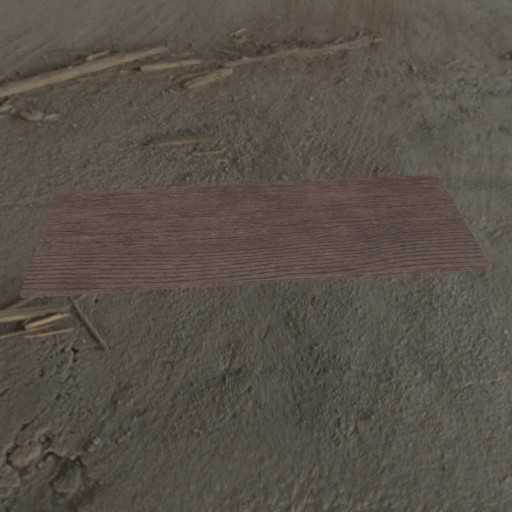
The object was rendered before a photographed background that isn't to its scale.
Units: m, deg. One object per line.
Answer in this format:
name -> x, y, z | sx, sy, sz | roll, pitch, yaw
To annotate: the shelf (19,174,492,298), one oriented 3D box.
shelf -> 0.000, 0.000, 0.683 | 0.610, 0.125, 0.200 | -3, 47, -3
